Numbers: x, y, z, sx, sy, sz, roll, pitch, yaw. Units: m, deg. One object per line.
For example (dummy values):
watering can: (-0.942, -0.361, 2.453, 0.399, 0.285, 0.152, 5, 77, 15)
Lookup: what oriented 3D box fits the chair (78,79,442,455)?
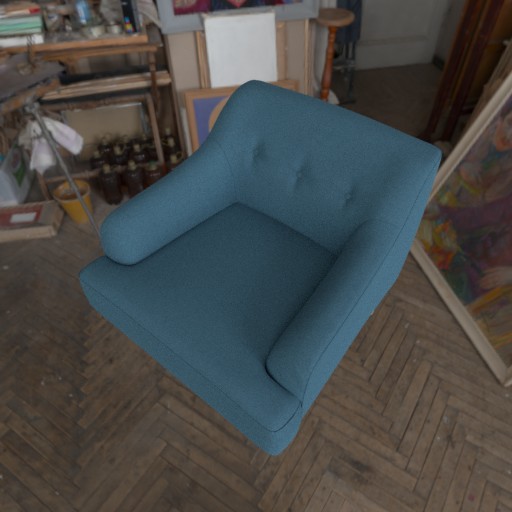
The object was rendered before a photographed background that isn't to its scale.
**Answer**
chair: (0.000, 0.000, 1.625, 0.946, 0.818, 0.951, 31, 54, 26)
